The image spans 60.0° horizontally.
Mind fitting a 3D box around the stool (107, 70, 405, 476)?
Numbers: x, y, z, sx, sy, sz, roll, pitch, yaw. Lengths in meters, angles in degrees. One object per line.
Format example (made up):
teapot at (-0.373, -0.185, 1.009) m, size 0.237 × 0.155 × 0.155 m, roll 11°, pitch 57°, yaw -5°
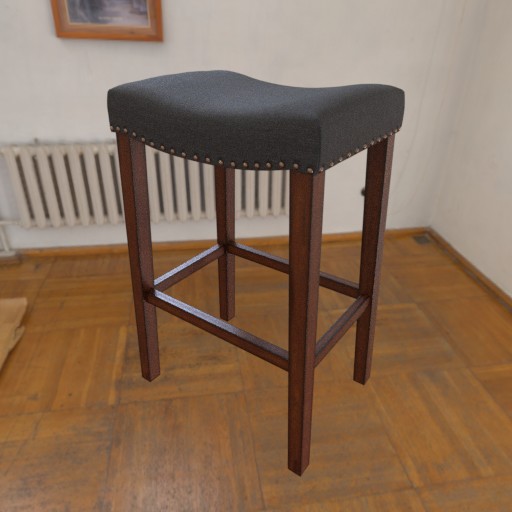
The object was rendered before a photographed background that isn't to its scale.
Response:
stool at (0.000, 0.000, 1.025) m, size 0.502 × 0.760 × 0.366 m, roll 19°, pitch 34°, yaw 31°
